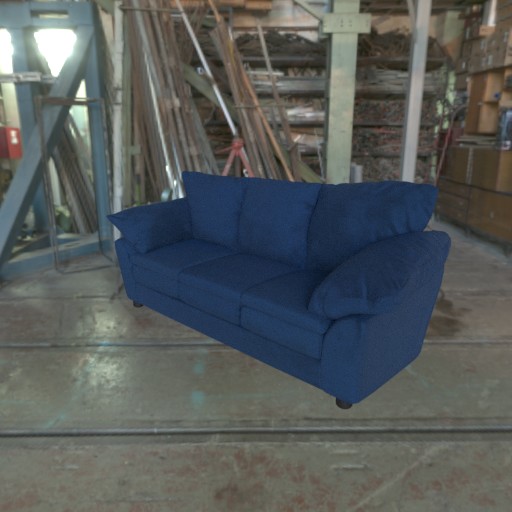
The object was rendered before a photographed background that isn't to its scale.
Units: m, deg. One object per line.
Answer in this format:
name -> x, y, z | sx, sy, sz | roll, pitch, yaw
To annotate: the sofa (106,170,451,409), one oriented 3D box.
sofa -> 0.000, 0.000, 2.979 | 2.390, 1.091, 0.907 | 15, 22, 42
